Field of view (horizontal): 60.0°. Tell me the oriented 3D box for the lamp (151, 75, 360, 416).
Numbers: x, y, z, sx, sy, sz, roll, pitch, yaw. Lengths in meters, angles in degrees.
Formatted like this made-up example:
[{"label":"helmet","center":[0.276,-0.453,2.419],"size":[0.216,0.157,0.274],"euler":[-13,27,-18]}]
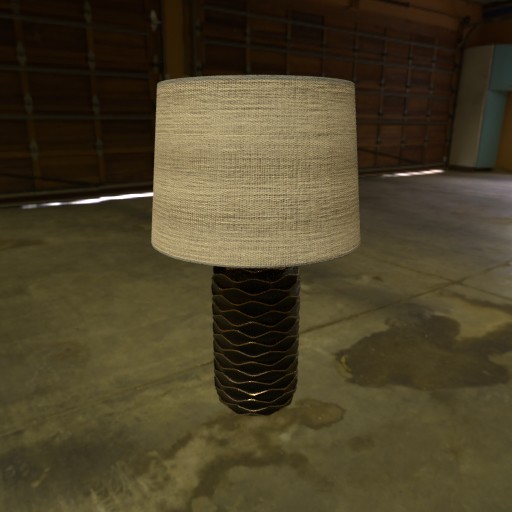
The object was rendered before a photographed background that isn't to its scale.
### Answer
[{"label":"lamp","center":[0.000,0.000,0.827],"size":[0.376,0.594,0.376],"euler":[0,16,0]}]
